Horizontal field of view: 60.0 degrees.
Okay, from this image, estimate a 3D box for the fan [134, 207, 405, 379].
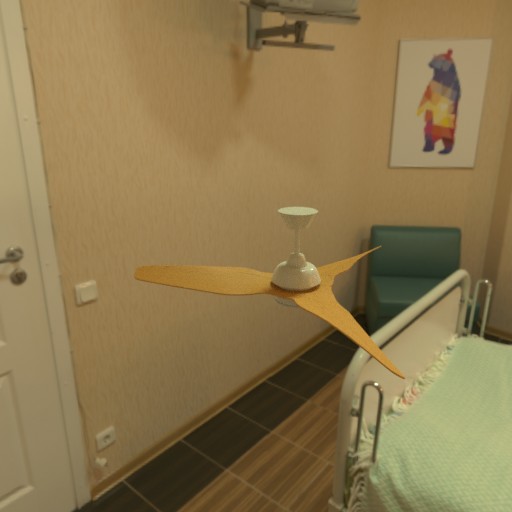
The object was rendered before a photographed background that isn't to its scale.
[{"bbox_3d":[0.000,0.000,1.665,1.010,0.355,1.142,3,18,10],"label":"fan"}]
